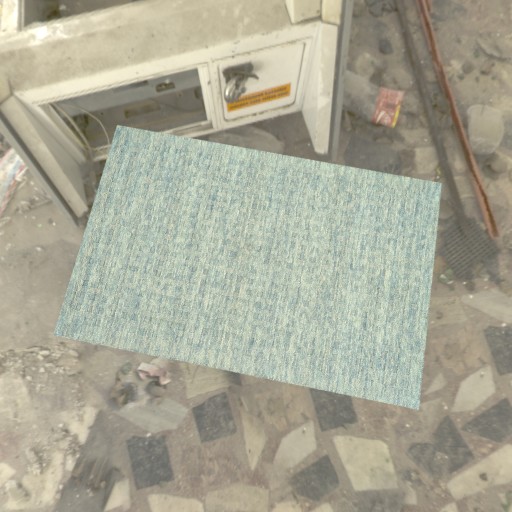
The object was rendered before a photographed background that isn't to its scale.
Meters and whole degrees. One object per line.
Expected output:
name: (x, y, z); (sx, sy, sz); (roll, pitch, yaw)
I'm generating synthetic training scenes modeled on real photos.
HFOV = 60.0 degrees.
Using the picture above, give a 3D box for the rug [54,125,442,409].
rug: (0.000, 0.000, 2.220); (1.752, 0.006, 1.142); (11, 76, 3)
